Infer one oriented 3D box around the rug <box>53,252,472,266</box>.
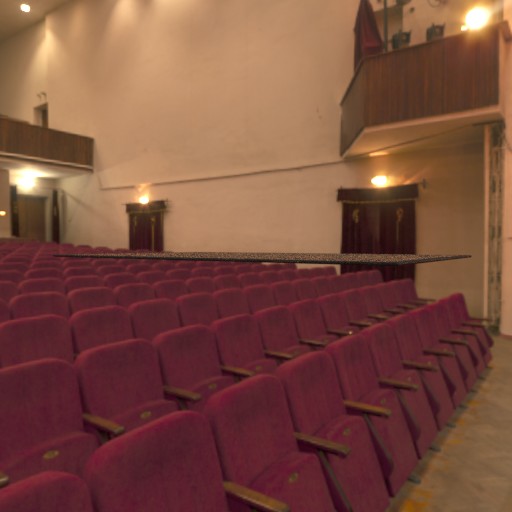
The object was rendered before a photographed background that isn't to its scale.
[{"bbox_3d":[0.000,0.000,3.038,2.441,0.015,1.526,1,2,36],"label":"rug"}]
